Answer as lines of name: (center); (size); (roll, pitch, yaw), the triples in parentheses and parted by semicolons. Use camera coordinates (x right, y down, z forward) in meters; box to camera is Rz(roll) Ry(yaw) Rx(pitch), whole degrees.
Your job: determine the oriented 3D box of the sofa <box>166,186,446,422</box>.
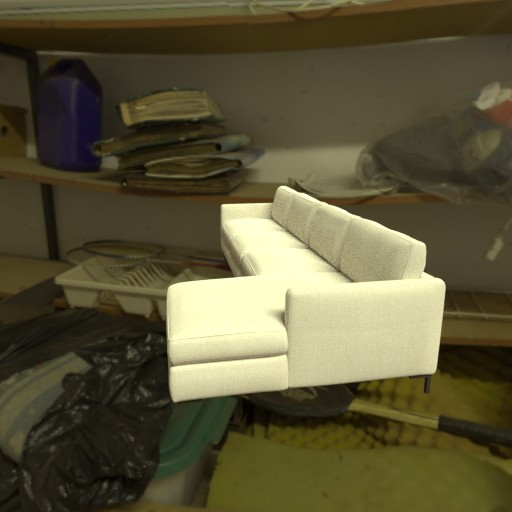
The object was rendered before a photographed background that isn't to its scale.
sofa: (0.000, 0.000, 2.863); (1.126, 0.677, 2.445); (-3, 15, -10)
